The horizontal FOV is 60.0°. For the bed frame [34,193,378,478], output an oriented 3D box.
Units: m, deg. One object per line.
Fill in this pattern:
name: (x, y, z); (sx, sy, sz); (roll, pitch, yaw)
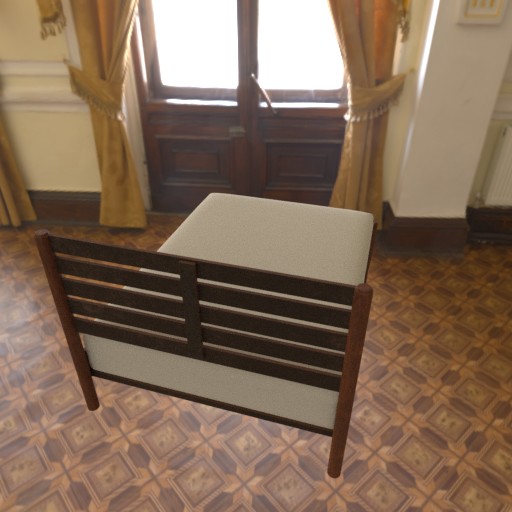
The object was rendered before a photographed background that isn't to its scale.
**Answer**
bed frame: (0.000, 0.000, 3.238); (1.655, 1.321, 2.234); (9, 34, 14)
